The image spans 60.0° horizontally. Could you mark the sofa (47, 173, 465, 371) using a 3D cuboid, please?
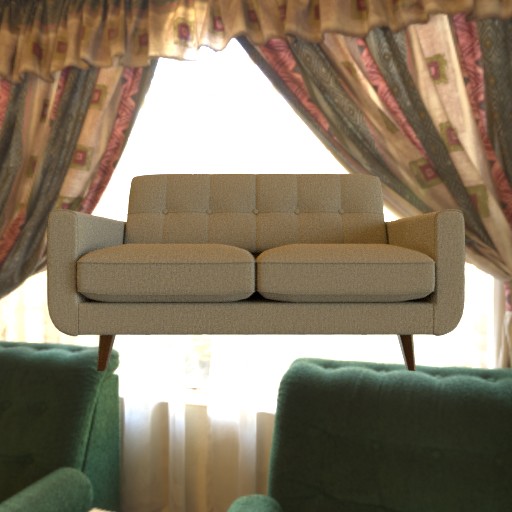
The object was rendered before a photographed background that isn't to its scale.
[{"bbox_3d":[0.000,0.000,2.185,1.651,0.925,0.952,0,0,0],"label":"sofa"}]
